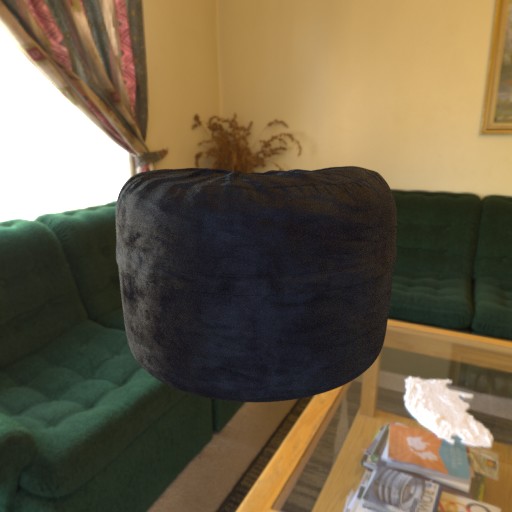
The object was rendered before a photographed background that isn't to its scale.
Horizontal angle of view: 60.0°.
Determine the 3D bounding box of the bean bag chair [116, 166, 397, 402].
[{"bbox_3d":[0.000,0.000,1.524,0.918,0.616,0.918,0,15,0],"label":"bean bag chair"}]
